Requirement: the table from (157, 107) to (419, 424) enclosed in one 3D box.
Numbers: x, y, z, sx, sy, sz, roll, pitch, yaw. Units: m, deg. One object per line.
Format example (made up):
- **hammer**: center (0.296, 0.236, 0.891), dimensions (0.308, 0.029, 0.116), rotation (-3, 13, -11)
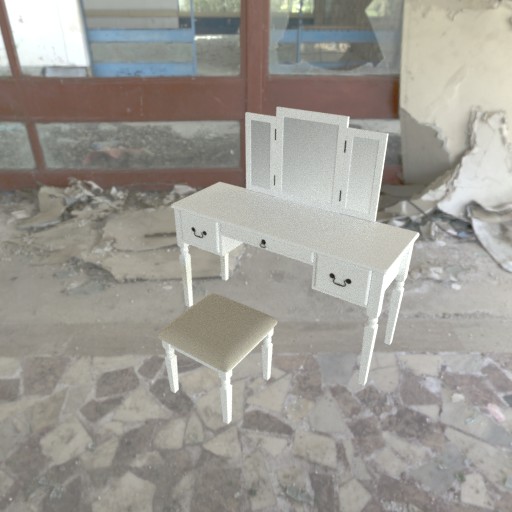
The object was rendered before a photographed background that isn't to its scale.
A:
- **table**: center (0.000, 0.000, 2.361), dimensions (1.369, 1.310, 1.115), rotation (19, 35, 29)
